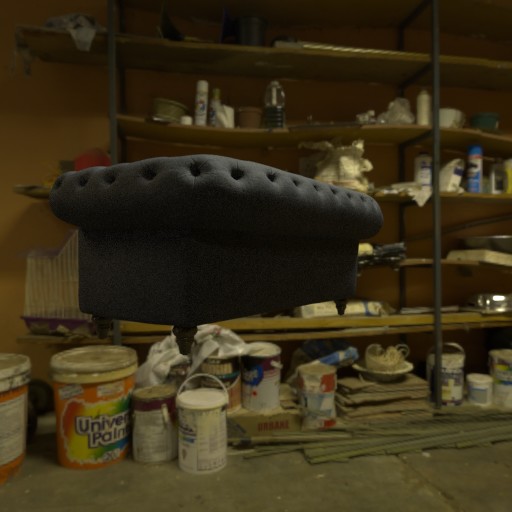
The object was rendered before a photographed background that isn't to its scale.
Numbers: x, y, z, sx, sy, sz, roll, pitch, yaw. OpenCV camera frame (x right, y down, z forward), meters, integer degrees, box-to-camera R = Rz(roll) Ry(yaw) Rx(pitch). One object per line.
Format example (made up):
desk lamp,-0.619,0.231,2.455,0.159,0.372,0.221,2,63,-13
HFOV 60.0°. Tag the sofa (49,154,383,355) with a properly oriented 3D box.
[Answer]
sofa,0.000,0.000,2.588,1.082,0.833,1.988,0,0,36
